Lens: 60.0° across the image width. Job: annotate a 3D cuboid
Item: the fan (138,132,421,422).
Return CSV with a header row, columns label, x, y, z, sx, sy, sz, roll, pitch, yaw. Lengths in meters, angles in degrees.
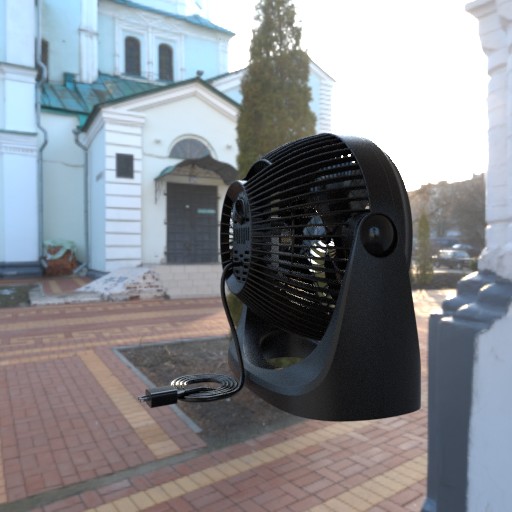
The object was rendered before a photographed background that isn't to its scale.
label,x,y,z,sx,sy,sz,roll,pitch,yaw
fan,0.000,0.000,0.484,0.256,0.277,0.273,0,1,-19
